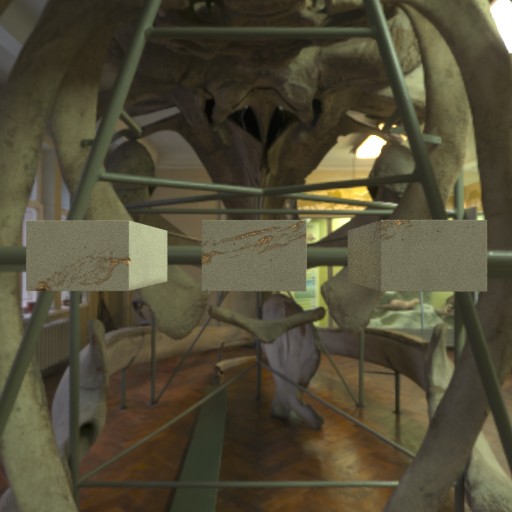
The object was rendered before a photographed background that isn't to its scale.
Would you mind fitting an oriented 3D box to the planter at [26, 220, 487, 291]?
[{"bbox_3d":[0.000,0.000,0.383,0.333,0.051,0.127,0,0,1],"label":"planter"}]
